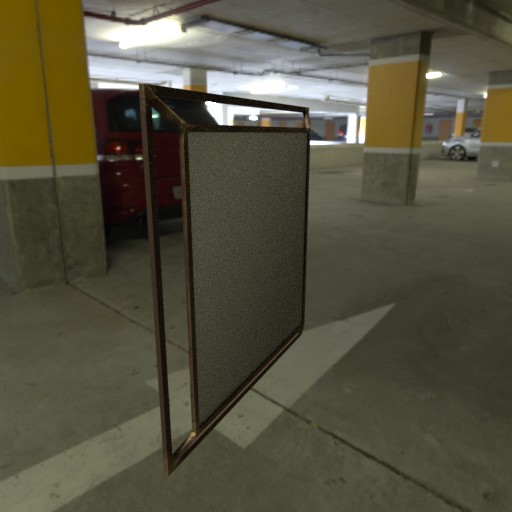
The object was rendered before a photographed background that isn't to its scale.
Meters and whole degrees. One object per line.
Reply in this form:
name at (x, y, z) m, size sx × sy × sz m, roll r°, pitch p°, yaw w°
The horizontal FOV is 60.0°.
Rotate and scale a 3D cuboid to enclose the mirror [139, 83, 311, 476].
mirror at (0.000, 0.000, 0.912) m, size 0.032 × 0.610 × 0.610 m, roll 8°, pitch 17°, yaw 26°
